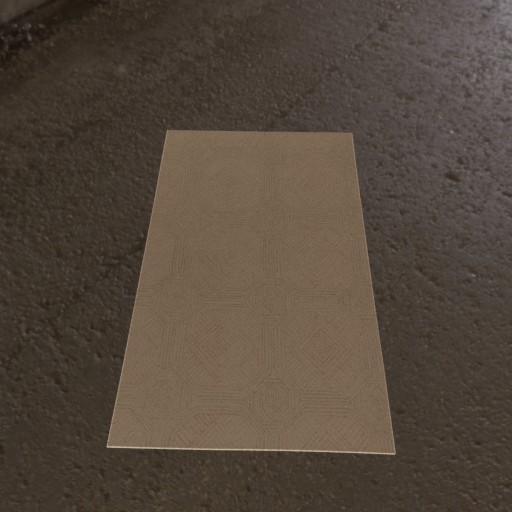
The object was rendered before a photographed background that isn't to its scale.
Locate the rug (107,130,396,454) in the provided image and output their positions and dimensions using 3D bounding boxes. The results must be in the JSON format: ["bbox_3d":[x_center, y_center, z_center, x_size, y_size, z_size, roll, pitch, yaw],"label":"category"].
[{"bbox_3d":[0.000,0.000,2.994,1.524,0.008,2.440,1,57,1],"label":"rug"}]
